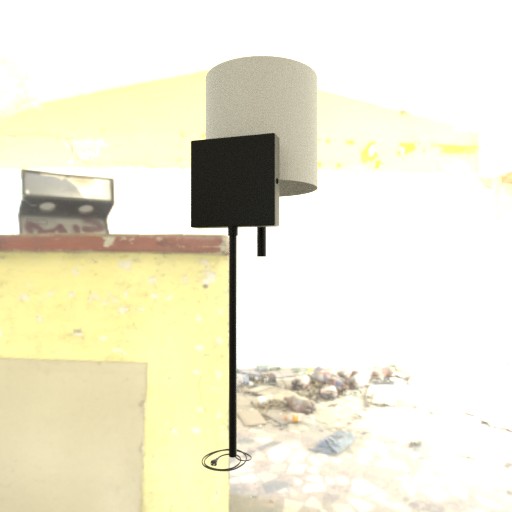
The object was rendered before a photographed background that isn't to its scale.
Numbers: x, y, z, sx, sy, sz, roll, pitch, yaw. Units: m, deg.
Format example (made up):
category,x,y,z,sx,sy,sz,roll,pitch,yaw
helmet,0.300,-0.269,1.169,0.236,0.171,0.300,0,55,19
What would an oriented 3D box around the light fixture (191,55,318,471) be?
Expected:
category,x,y,z,sx,sy,sz,roll,pitch,yaw
light fixture,0.000,0.000,0.715,0.188,0.589,0.248,0,-1,18
